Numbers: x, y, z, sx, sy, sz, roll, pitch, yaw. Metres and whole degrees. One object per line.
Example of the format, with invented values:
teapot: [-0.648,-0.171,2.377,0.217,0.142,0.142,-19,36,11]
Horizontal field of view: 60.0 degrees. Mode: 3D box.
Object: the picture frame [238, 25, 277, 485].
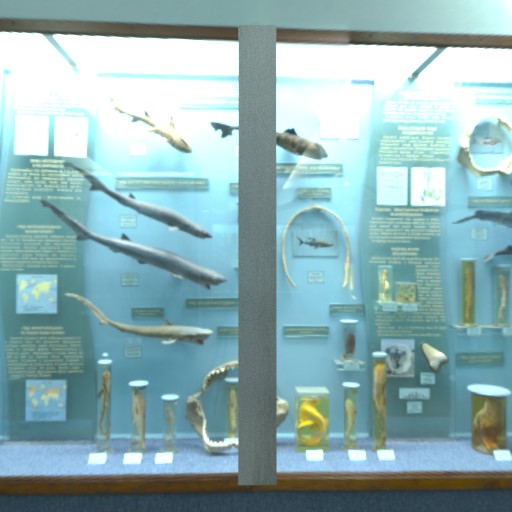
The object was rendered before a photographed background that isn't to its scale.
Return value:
picture frame: [0.000,0.000,0.759,0.046,0.555,0.449,0,-1,0]
